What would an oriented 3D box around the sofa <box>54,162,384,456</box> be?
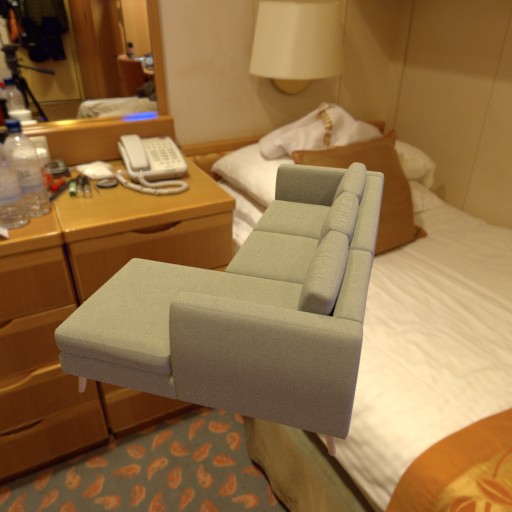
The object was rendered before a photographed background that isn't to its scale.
[{"bbox_3d":[0.000,0.000,3.092,1.580,0.860,2.300,8,31,14],"label":"sofa"}]
